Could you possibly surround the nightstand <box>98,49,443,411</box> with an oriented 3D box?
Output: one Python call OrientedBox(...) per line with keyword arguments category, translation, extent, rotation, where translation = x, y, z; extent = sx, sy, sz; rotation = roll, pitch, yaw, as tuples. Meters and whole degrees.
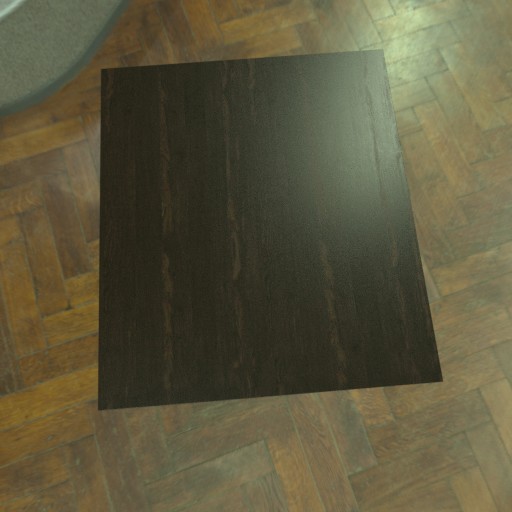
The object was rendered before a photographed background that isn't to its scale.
OrientedBox(category="nightstand", translation=(0.000, 0.000, 0.842), extent=(0.427, 0.487, 0.489), rotation=(-4, 75, -1))
